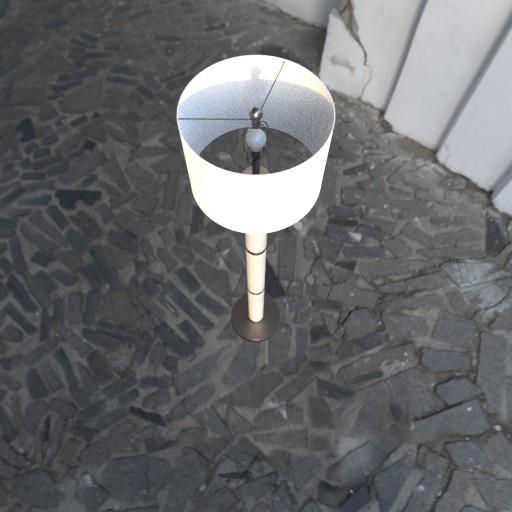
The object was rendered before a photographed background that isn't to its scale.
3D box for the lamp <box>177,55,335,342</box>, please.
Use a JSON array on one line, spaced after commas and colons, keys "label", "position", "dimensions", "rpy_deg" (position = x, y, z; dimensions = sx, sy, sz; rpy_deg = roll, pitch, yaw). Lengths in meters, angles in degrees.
[{"label": "lamp", "position": [0.000, 0.000, 1.763], "dimensions": [0.377, 1.599, 0.377], "rpy_deg": [-34, 69, -15]}]
